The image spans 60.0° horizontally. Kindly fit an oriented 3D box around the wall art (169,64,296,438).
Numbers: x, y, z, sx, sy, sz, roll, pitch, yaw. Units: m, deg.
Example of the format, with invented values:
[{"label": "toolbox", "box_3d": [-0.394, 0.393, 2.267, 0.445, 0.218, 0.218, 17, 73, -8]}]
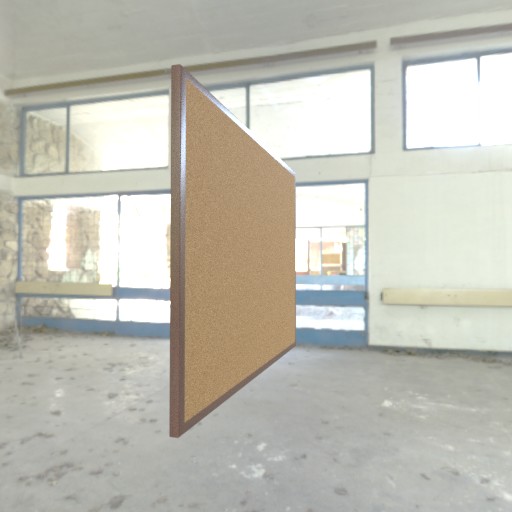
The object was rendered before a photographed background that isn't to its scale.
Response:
[{"label": "wall art", "box_3d": [0.000, 0.000, 0.855, 0.014, 0.455, 0.660, 0, -2, 17]}]
